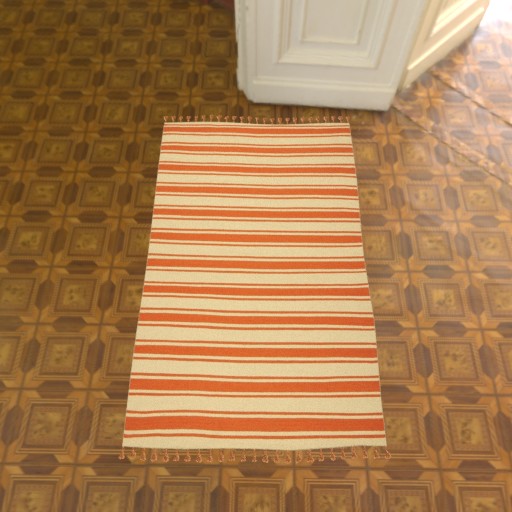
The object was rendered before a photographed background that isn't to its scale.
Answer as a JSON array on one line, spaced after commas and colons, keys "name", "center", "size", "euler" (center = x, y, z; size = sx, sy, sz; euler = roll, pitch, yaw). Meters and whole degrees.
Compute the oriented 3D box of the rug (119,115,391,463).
[{"name": "rug", "center": [0.000, 0.000, 2.470], "size": [1.232, 0.017, 2.092], "euler": [0, 63, 0]}]
